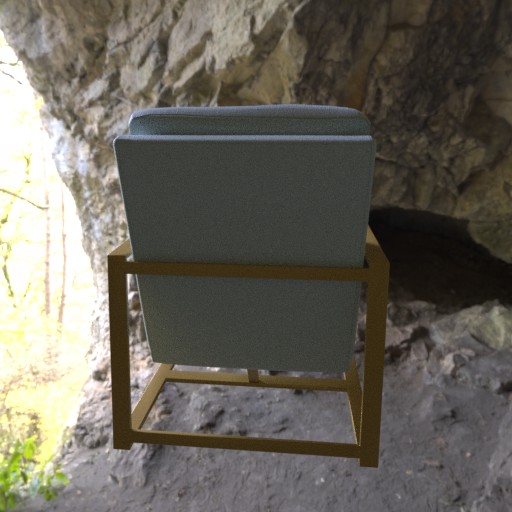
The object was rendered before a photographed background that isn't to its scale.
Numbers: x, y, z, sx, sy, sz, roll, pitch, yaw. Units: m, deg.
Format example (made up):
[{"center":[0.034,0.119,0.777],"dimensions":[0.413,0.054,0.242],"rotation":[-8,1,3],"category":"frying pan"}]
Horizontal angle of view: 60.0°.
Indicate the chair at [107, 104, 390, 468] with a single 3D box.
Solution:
[{"center":[0.000,0.000,1.507],"dimensions":[0.758,0.956,0.813],"rotation":[2,16,6],"category":"chair"}]
